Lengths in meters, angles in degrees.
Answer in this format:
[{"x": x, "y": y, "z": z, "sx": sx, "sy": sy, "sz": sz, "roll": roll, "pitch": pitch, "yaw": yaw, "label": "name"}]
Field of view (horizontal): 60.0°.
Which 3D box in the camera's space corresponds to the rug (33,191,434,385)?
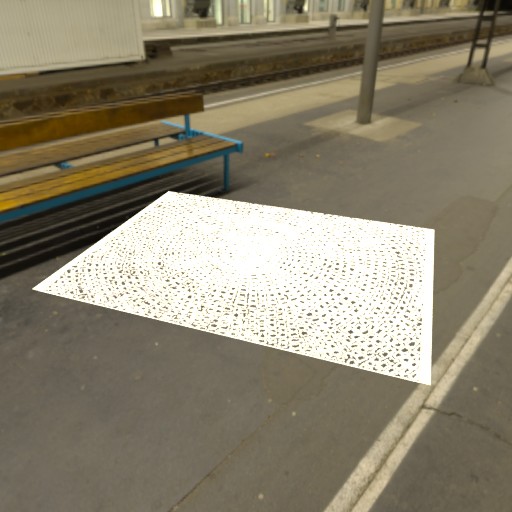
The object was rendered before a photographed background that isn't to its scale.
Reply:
[{"x": 0.000, "y": 0.000, "z": 2.165, "sx": 1.634, "sy": 0.003, "sz": 1.190, "roll": 10, "pitch": 32, "yaw": 17, "label": "rug"}]
